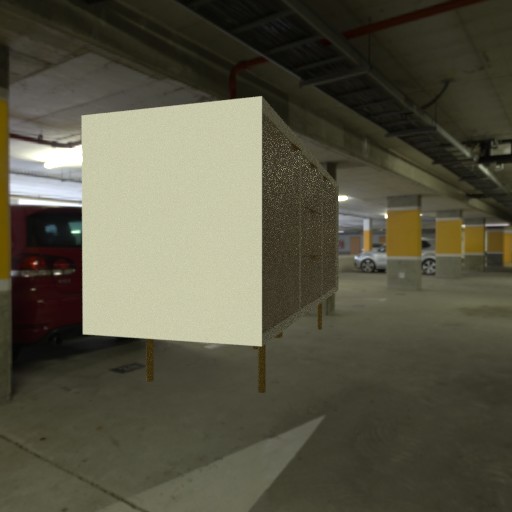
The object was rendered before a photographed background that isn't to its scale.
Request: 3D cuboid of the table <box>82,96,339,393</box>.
[{"bbox_3d":[0.000,0.000,1.829,0.508,0.769,1.500,0,1,17],"label":"table"}]
